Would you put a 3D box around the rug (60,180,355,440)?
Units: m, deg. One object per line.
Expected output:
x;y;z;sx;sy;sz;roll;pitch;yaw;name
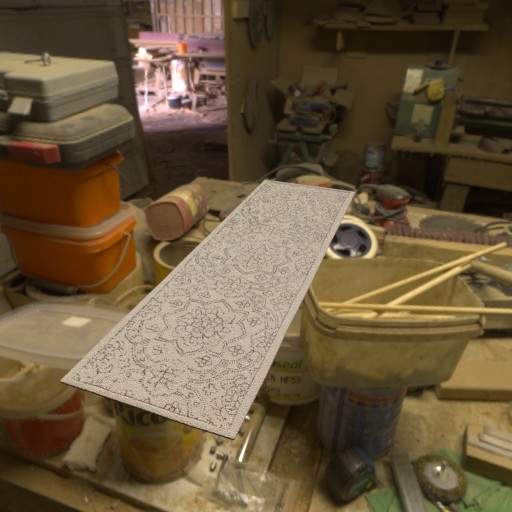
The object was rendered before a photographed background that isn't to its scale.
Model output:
0.000;0.000;2.652;0.769;0.012;2.448;11;32;18;rug
